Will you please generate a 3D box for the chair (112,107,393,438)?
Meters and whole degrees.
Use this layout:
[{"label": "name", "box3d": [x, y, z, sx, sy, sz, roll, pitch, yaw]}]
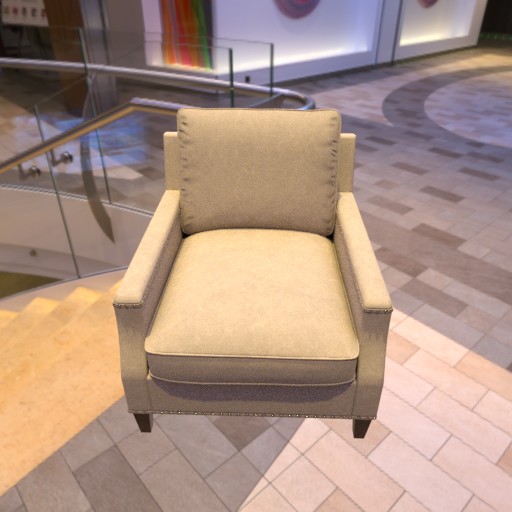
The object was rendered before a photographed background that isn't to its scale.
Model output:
[{"label": "chair", "box3d": [0.000, 0.000, 1.720, 0.853, 0.943, 1.014, 1, 32, 2]}]
